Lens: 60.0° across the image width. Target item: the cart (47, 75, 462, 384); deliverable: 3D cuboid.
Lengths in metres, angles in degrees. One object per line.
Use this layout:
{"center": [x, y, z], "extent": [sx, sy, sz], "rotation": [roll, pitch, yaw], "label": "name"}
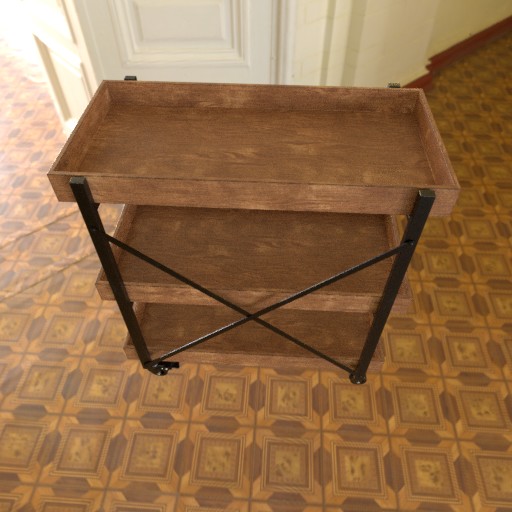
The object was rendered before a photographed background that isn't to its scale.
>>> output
{"center": [0.000, 0.000, 1.213], "extent": [0.750, 0.800, 0.411], "rotation": [2, 48, 2], "label": "cart"}
